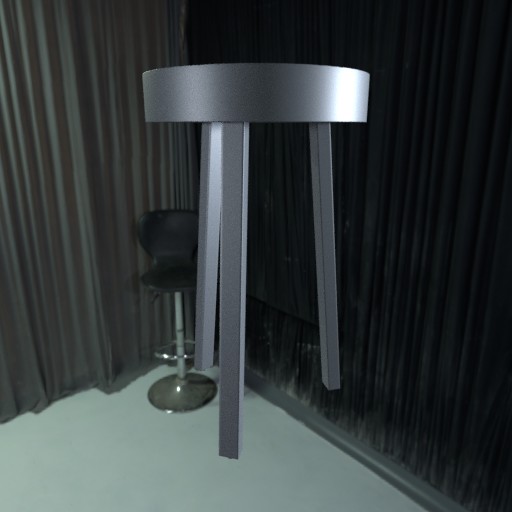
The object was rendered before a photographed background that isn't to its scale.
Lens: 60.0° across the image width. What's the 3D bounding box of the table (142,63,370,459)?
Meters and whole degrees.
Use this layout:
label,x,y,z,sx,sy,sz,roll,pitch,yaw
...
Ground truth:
label,x,y,z,sx,sy,sz,roll,pitch,yaw
table,0.000,0.000,0.914,0.406,0.686,0.406,-16,23,-42
